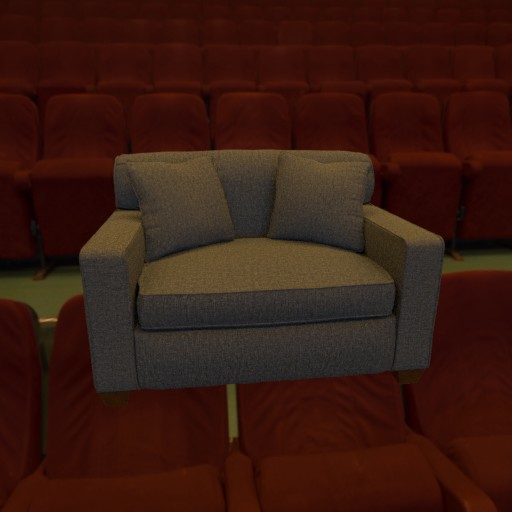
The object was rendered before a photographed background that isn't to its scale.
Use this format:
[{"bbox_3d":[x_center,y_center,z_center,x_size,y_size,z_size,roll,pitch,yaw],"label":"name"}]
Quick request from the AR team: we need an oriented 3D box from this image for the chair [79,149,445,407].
[{"bbox_3d":[0.000,0.000,2.108,1.383,0.948,1.000,-2,17,-7],"label":"chair"}]
